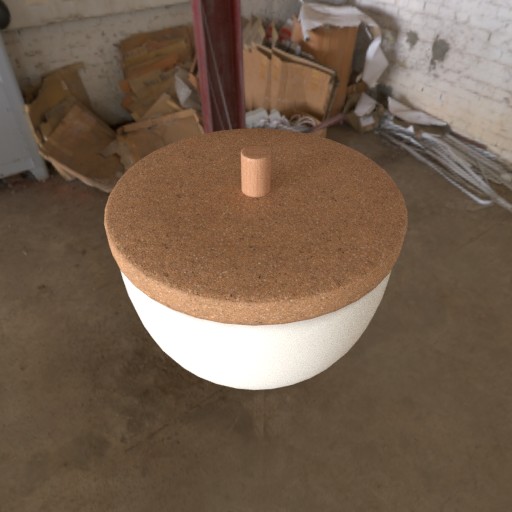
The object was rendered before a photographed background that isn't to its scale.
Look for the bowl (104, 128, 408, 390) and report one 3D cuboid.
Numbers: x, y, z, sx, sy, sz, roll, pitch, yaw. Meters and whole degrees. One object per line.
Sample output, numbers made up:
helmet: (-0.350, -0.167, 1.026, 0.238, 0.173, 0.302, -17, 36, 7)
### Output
bowl: (0.000, 0.000, 0.212, 0.126, 0.110, 0.126, 0, 42, 0)
